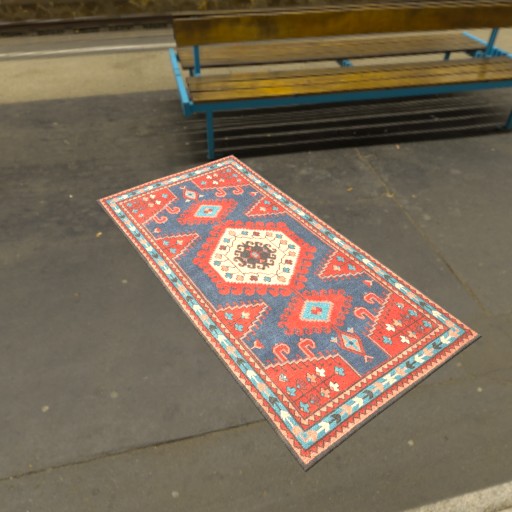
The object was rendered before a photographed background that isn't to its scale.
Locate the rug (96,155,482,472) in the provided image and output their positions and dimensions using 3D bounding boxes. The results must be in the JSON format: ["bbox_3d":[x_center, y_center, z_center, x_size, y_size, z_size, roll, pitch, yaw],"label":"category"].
[{"bbox_3d":[0.000,0.000,3.527,1.522,0.034,3.032,-25,47,-26],"label":"rug"}]
